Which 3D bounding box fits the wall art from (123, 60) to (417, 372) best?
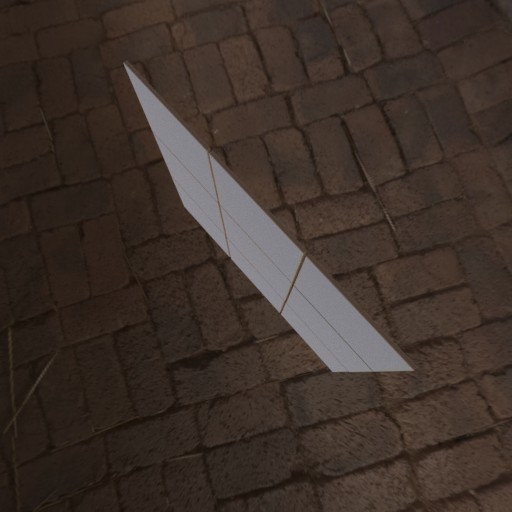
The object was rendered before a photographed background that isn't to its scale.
[{"bbox_3d":[0.000,0.000,2.286,0.017,1.521,1.527,-40,79,-10],"label":"wall art"}]
